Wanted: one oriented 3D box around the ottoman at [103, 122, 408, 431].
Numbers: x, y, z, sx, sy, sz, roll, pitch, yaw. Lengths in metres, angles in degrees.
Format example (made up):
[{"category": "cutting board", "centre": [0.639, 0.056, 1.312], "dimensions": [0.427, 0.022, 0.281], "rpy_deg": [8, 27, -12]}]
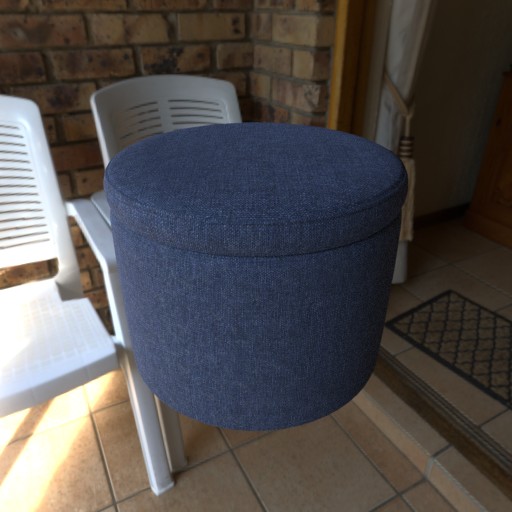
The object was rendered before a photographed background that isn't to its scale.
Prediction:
[{"category": "ottoman", "centre": [0.000, 0.000, 0.871], "dimensions": [0.520, 0.430, 0.520], "rpy_deg": [0, 30, 0]}]
